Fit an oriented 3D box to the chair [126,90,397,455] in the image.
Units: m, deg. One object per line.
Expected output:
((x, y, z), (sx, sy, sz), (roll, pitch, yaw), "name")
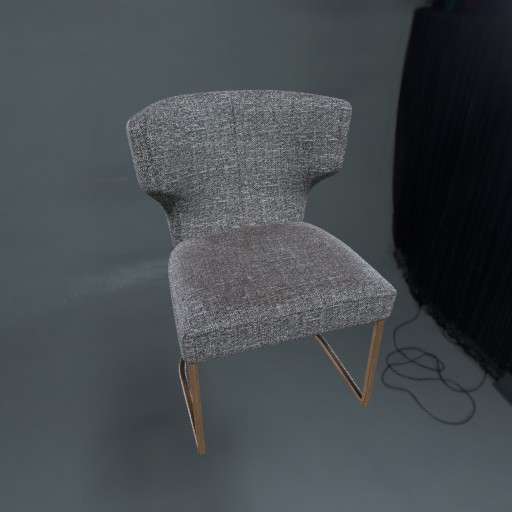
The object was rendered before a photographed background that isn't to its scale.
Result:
((0.000, 0.000, 1.287), (0.611, 0.824, 0.617), (-10, 33, -16), "chair")
